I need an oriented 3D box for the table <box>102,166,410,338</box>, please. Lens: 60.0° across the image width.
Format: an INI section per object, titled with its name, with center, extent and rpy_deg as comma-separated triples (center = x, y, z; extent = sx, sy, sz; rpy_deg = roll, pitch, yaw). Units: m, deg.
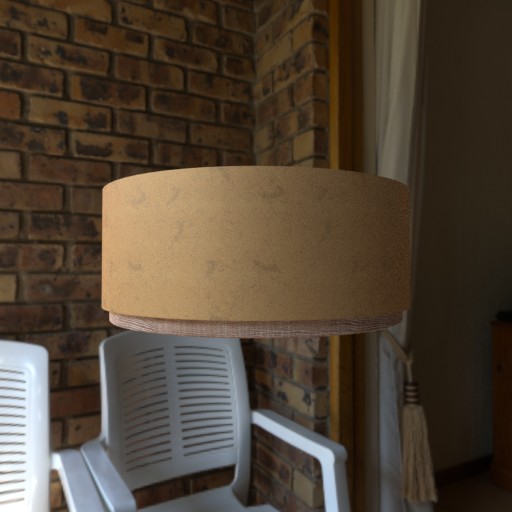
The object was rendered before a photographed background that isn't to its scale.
[table]
center = 0.000, 0.000, 1.524
extent = 1.001, 0.409, 1.001
rpy_deg = 0, -1, 0
